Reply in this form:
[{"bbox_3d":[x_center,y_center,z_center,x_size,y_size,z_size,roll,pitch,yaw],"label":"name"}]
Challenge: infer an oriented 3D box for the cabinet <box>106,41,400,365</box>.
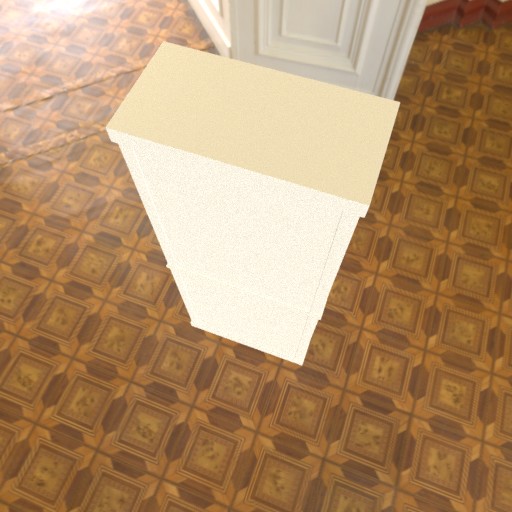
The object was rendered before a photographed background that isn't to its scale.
[{"bbox_3d":[0.000,0.000,2.079,0.754,1.829,0.390,18,65,9],"label":"cabinet"}]
